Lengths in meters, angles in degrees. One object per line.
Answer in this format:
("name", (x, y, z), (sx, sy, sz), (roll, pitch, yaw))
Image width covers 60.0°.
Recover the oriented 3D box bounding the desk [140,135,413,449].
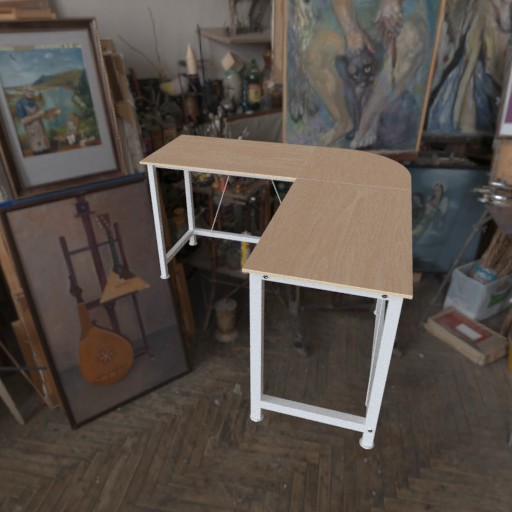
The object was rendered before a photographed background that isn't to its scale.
("desk", (0.000, 0.000, 2.279), (1.400, 0.762, 1.400), (9, 32, 14))
